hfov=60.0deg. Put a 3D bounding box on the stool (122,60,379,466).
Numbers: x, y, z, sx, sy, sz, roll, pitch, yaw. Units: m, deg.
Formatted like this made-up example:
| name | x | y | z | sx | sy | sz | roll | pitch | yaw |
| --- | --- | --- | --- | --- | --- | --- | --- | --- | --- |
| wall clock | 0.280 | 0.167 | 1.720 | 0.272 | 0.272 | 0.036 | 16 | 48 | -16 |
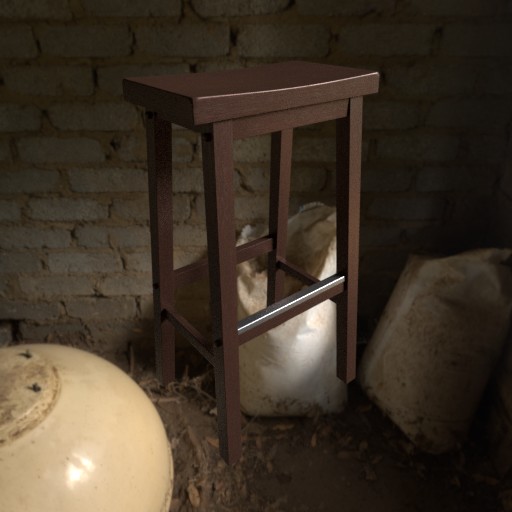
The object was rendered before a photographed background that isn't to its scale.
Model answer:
| name | x | y | z | sx | sy | sz | roll | pitch | yaw |
| --- | --- | --- | --- | --- | --- | --- | --- | --- | --- |
| stool | 0.000 | 0.000 | 0.971 | 0.406 | 0.742 | 0.322 | -22 | 37 | -33 |
